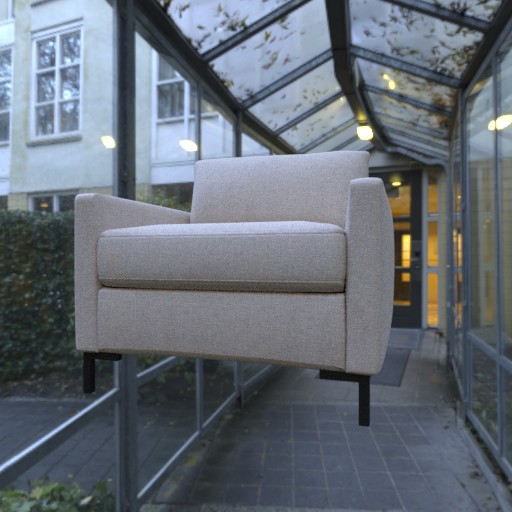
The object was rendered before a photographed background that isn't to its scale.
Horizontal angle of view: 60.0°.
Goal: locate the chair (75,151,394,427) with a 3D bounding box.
[{"bbox_3d":[0.000,0.000,1.631,0.963,0.861,0.866,0,0,18],"label":"chair"}]
